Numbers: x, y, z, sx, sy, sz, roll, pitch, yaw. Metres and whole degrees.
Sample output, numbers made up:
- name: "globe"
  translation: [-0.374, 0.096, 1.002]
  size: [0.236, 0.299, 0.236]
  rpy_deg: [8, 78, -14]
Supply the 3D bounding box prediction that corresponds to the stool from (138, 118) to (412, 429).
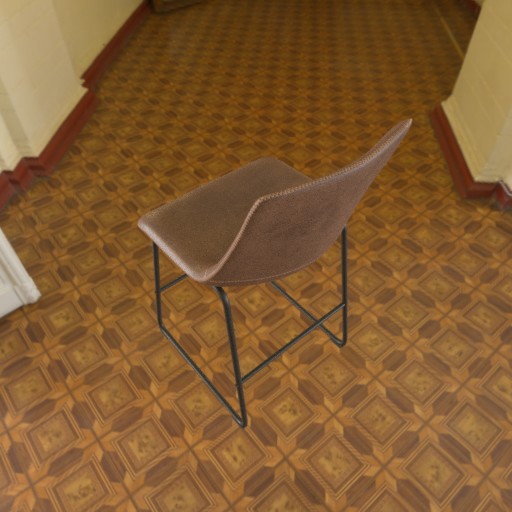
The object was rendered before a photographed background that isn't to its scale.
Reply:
- name: "stool"
  translation: [0.000, 0.000, 1.193]
  size: [0.460, 0.890, 0.550]
  rpy_deg: [-31, 54, -26]
